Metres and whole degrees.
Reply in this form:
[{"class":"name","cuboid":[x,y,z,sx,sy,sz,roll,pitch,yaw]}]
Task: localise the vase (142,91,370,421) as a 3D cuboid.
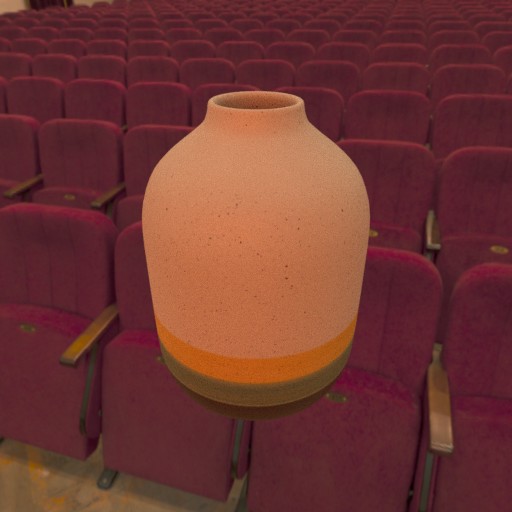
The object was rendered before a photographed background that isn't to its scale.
[{"class":"vase","cuboid":[0.000,0.000,0.354,0.169,0.240,0.169,0,30,0]}]
